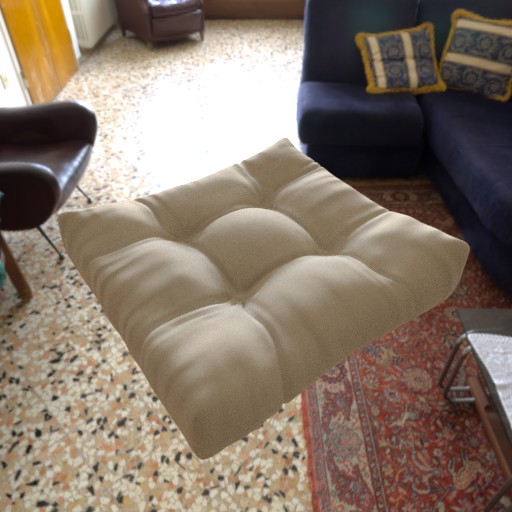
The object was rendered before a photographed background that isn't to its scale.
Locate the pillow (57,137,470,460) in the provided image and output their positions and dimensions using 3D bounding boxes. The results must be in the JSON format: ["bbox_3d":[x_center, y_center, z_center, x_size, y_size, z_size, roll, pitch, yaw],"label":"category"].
[{"bbox_3d":[0.000,0.000,0.718,0.490,0.128,0.468,-26,47,-26],"label":"pillow"}]
